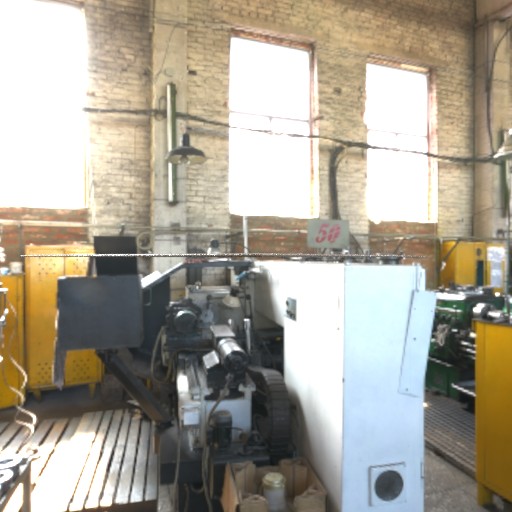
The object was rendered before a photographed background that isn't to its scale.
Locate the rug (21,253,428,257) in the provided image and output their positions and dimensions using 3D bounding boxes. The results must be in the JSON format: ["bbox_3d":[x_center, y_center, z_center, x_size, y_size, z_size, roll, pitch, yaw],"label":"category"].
[{"bbox_3d":[0.000,0.000,2.876,1.609,0.013,2.214,0,0,35],"label":"rug"}]
